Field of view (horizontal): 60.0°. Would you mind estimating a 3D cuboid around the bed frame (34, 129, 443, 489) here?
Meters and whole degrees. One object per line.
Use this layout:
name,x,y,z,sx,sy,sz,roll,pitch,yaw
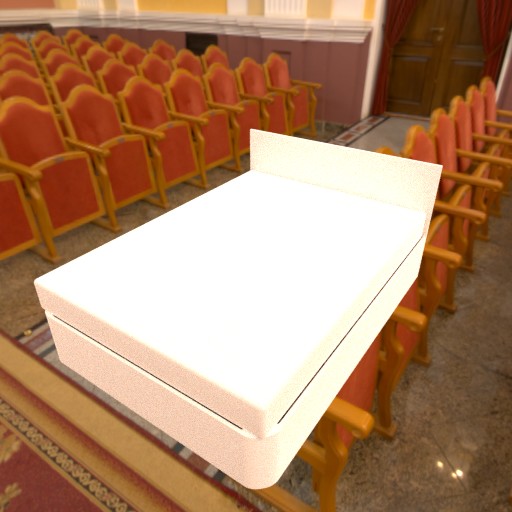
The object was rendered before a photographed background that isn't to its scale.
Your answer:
bed frame,0.000,0.000,2.532,1.400,0.800,1.900,20,37,29
